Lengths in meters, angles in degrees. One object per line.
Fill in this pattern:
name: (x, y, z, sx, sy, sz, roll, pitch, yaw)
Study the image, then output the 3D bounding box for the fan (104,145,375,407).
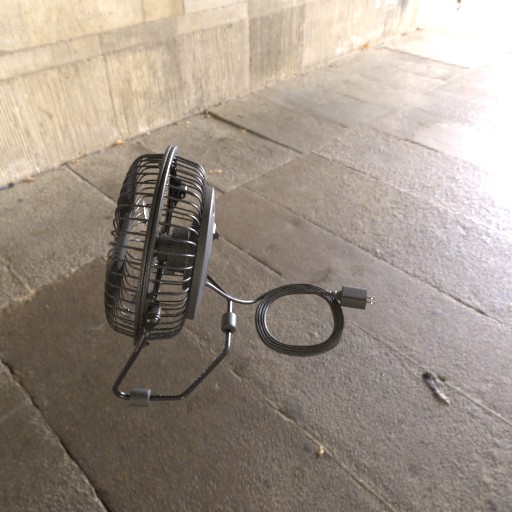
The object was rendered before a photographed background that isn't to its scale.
fan: (0.000, 0.000, 0.309, 0.202, 0.152, 0.153, 0, 40, 0)
